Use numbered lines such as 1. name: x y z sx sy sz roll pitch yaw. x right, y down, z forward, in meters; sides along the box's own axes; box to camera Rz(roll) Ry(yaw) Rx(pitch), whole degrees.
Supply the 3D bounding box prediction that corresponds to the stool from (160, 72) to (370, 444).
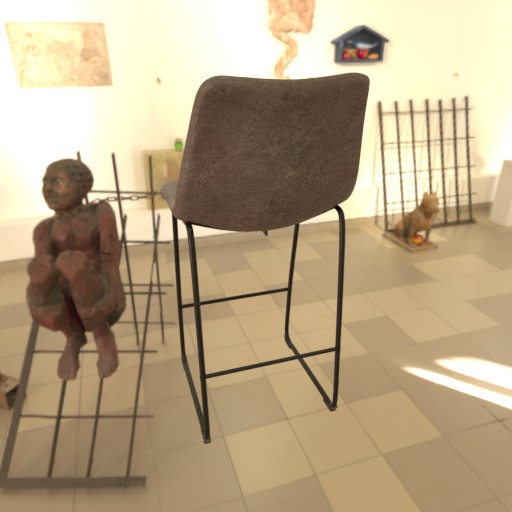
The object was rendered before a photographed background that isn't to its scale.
1. stool: 0.000 0.000 1.388 0.514 1.082 0.561 -8 26 -16
